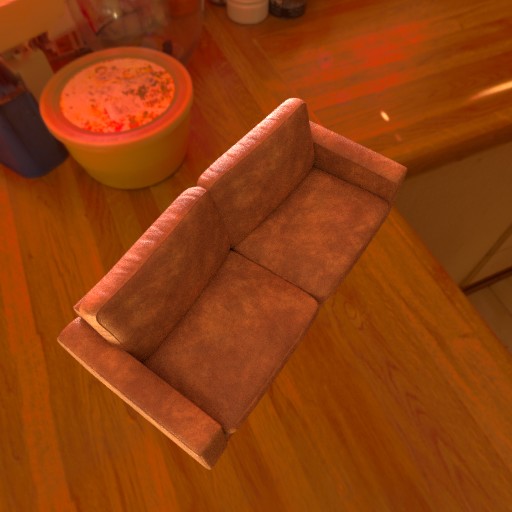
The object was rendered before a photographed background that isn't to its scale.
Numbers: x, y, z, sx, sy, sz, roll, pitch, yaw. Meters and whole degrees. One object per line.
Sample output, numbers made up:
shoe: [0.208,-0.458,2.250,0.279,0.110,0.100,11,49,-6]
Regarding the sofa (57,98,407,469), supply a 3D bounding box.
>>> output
sofa: [0.000,0.000,2.722,1.016,0.873,2.179,32,64,18]
